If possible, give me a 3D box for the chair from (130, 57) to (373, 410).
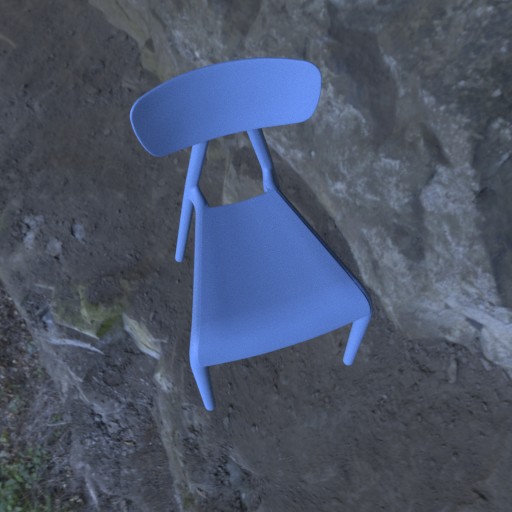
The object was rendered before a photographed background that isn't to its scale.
[{"bbox_3d":[0.000,0.000,0.833,0.356,0.580,0.401,-16,65,-8],"label":"chair"}]
